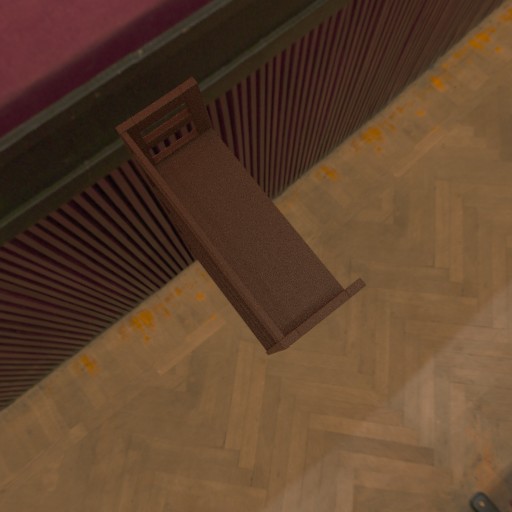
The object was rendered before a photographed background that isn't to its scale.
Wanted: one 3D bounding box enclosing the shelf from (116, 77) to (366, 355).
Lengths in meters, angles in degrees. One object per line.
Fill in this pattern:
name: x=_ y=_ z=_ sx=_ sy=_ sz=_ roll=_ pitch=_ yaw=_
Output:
shelf: x=0.000 y=0.000 z=1.968 sx=0.403 sy=1.600 sz=0.763 roll=-37 pitch=80 yaw=-8
